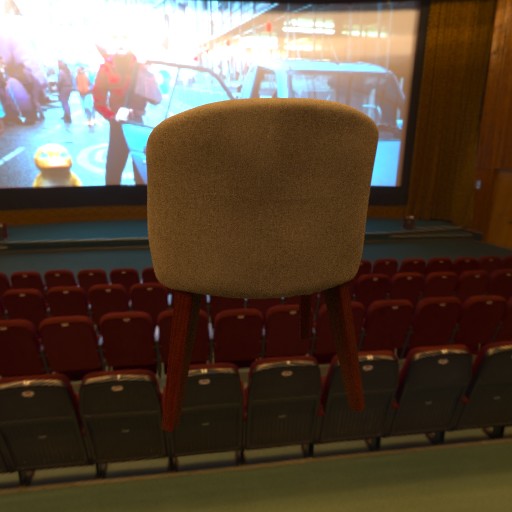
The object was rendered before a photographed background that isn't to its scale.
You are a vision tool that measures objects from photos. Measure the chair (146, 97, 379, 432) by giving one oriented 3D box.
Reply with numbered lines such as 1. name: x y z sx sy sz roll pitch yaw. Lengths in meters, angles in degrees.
1. chair: 0.000 0.000 1.261 0.583 0.811 0.655 -2 16 -8
